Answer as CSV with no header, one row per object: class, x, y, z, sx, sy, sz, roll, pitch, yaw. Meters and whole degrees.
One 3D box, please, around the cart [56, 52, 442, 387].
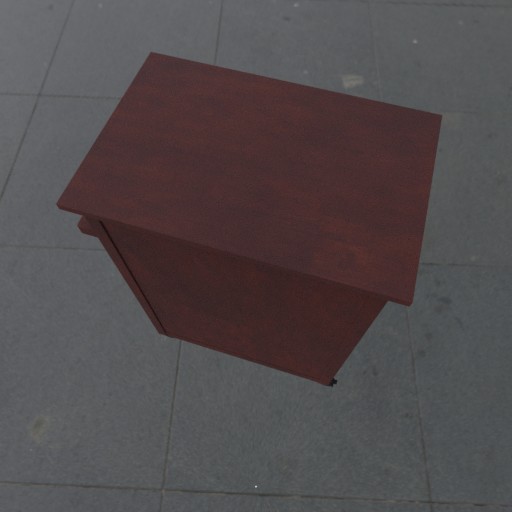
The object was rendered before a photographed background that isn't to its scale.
cart,0.000,0.000,1.264,0.683,0.864,0.442,15,64,8
